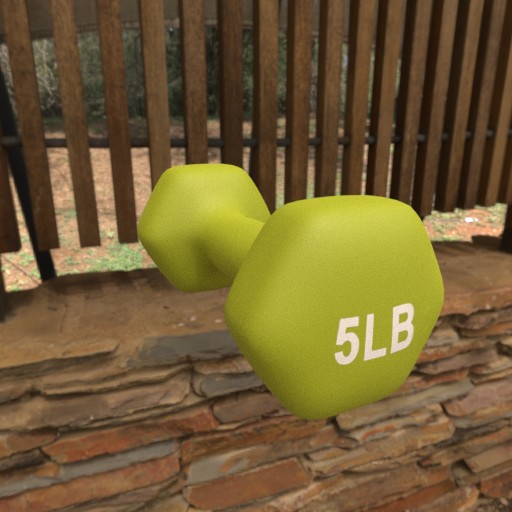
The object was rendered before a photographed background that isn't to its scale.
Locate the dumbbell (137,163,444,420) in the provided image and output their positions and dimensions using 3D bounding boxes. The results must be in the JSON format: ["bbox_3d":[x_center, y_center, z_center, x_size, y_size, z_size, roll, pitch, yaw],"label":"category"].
[{"bbox_3d":[0.000,0.000,0.204,0.080,0.072,0.164,-8,19,-25],"label":"dumbbell"}]
